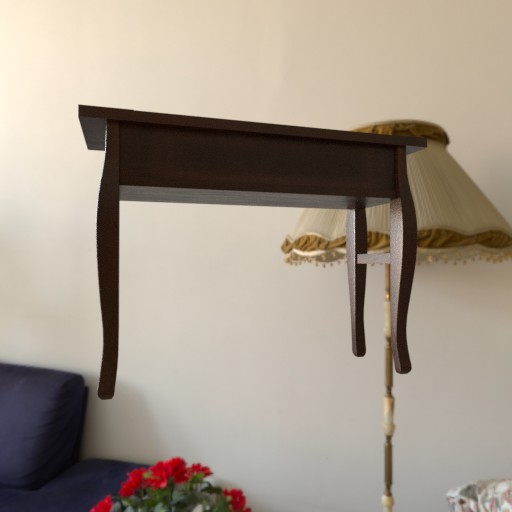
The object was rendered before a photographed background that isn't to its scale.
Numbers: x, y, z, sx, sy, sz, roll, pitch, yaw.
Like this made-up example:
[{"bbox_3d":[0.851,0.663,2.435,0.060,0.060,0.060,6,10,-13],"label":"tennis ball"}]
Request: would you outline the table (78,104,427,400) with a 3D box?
[{"bbox_3d":[0.000,0.000,1.456,1.062,0.768,0.373,0,-1,-17],"label":"table"}]
